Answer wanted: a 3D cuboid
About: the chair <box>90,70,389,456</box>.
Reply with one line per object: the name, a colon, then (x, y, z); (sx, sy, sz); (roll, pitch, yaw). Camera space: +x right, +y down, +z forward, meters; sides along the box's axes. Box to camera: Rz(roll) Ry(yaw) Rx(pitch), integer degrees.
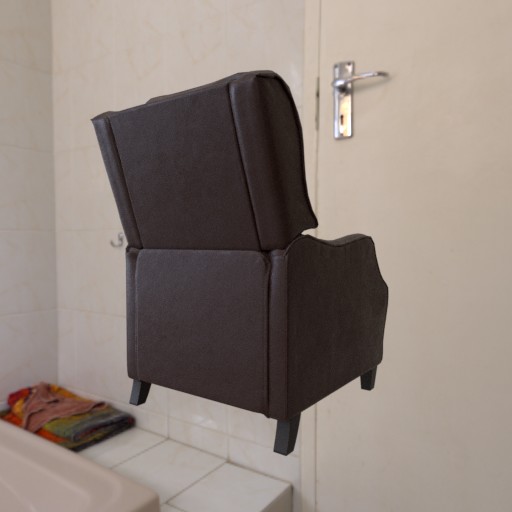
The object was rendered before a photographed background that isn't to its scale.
chair: (0.000, 0.000, 1.750); (0.770, 1.132, 0.982); (1, 2, 36)
